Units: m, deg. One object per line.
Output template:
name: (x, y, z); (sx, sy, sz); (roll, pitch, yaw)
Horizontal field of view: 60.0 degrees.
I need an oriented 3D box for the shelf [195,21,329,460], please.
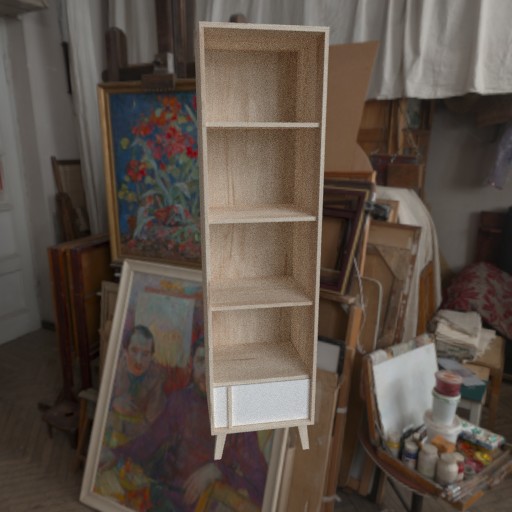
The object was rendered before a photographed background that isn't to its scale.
shelf: (0.000, 0.000, 2.168); (0.510, 1.960, 0.450); (-2, 15, -9)
